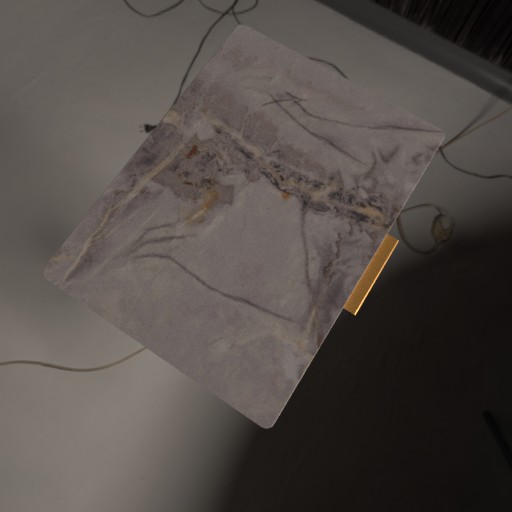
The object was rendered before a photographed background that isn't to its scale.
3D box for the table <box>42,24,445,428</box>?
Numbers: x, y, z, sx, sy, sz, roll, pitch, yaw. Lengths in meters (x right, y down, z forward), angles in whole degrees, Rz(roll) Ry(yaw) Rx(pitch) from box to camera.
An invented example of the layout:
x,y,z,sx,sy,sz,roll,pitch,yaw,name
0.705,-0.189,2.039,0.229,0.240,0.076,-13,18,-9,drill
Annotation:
x,y,z,sx,sy,sz,roll,pitch,yaw,name
0.000,0.000,0.909,0.400,0.570,0.500,32,77,8,table
